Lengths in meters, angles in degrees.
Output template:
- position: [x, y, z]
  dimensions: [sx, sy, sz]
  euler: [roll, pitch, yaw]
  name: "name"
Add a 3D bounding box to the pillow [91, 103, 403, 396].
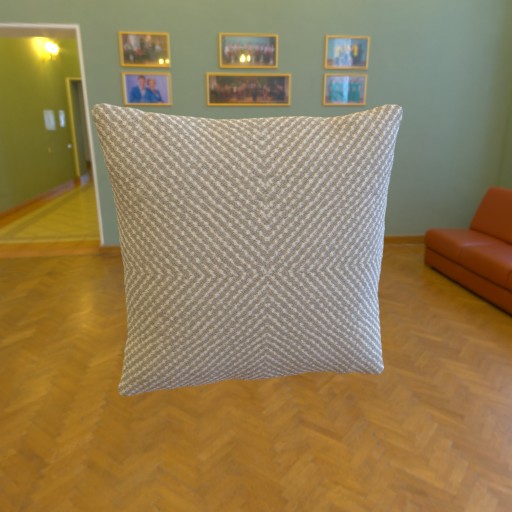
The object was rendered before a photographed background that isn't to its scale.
- position: [0.000, 0.000, 0.703]
  dimensions: [0.459, 0.458, 0.181]
  euler: [-3, 17, -8]
  name: "pillow"
